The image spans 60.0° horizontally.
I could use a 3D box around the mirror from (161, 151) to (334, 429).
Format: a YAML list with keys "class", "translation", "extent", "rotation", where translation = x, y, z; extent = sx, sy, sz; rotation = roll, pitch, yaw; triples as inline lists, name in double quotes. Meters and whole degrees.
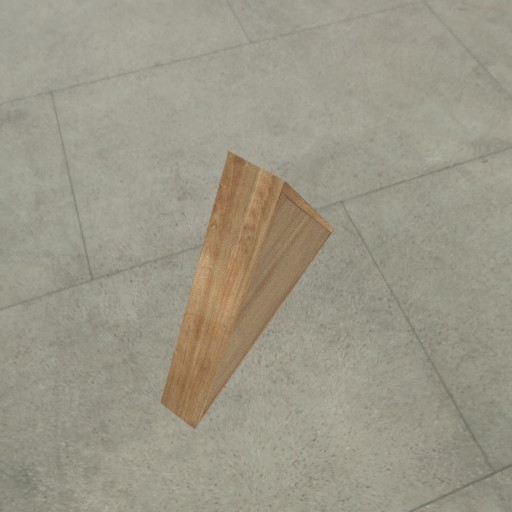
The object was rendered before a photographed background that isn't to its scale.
- class: "mirror"
  translation: [0.000, 0.000, 0.881]
  extent: [0.100, 0.548, 0.631]
  rotation: [31, 66, 16]
